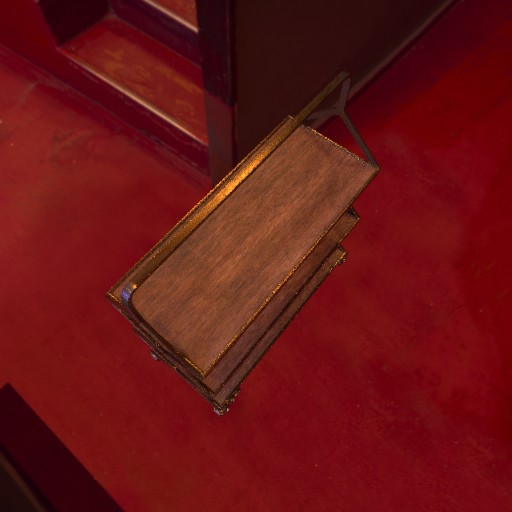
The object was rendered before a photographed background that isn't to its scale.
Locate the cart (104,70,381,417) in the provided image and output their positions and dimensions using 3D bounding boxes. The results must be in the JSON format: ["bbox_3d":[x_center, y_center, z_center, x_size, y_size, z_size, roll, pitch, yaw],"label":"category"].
[{"bbox_3d":[0.000,0.000,1.209,0.313,0.805,0.723,36,69,16],"label":"cart"}]
